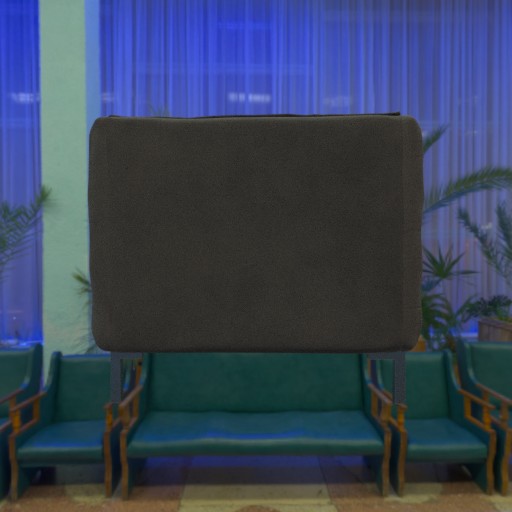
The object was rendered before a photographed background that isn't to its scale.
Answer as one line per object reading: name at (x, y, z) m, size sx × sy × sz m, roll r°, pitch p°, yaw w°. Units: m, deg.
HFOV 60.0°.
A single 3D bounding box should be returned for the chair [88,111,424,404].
chair at (0.000, 0.000, 1.633) m, size 0.946 × 0.807 × 0.913 m, roll 0°, pitch 1°, yaw 1°
